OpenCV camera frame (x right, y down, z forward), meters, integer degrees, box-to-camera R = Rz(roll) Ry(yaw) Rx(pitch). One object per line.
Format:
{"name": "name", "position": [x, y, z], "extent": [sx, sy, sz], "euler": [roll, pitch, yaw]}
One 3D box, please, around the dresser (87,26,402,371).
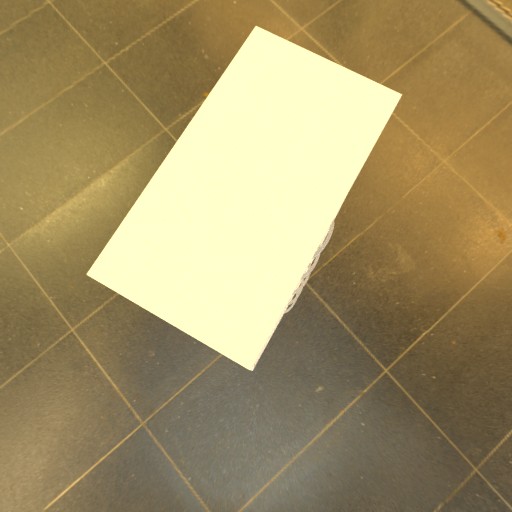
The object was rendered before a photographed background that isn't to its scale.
{"name": "dresser", "position": [0.000, 0.000, 1.566], "extent": [0.399, 1.255, 0.704], "euler": [29, 77, 7]}
